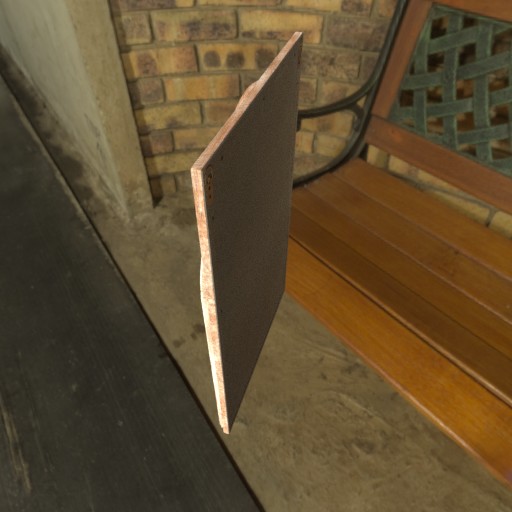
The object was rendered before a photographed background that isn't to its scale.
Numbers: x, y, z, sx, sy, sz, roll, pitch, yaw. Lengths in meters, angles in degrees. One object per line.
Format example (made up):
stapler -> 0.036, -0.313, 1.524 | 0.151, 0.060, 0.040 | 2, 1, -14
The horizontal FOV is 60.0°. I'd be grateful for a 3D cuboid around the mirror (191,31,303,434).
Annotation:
mirror -> 0.000, 0.000, 0.991 | 0.058, 0.787, 0.495 | 14, 47, 13
